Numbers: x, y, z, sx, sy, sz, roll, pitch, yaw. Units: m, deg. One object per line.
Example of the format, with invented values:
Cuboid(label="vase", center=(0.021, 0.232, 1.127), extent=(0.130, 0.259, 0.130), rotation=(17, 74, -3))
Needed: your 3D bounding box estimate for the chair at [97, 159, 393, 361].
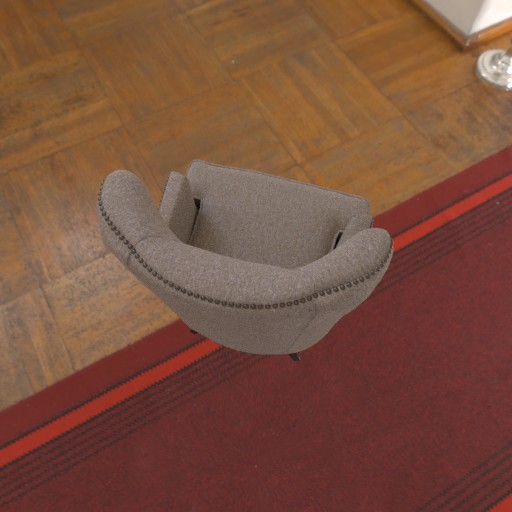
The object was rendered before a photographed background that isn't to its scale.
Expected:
Cuboid(label="chair", center=(0.000, 0.000, 1.591), extent=(0.759, 1.060, 0.758), rotation=(14, 65, 6))
